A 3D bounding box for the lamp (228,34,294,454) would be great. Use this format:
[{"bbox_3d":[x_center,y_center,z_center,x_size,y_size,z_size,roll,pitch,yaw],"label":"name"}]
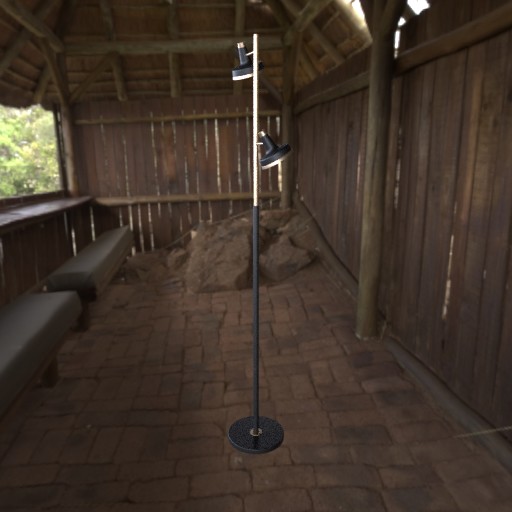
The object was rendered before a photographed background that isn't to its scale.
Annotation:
[{"bbox_3d":[0.000,0.000,1.821,0.253,1.674,0.351,-6,14,-26],"label":"lamp"}]
